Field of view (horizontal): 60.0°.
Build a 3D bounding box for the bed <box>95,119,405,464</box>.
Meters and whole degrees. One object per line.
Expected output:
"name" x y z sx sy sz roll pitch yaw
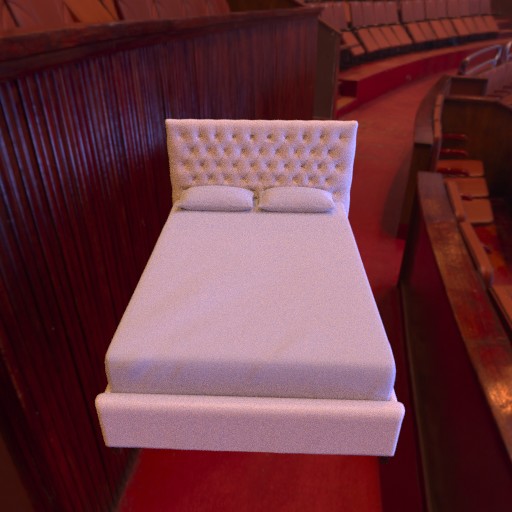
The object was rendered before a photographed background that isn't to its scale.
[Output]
"bed" 0.000 0.000 3.262 1.698 1.427 2.387 1 31 2
